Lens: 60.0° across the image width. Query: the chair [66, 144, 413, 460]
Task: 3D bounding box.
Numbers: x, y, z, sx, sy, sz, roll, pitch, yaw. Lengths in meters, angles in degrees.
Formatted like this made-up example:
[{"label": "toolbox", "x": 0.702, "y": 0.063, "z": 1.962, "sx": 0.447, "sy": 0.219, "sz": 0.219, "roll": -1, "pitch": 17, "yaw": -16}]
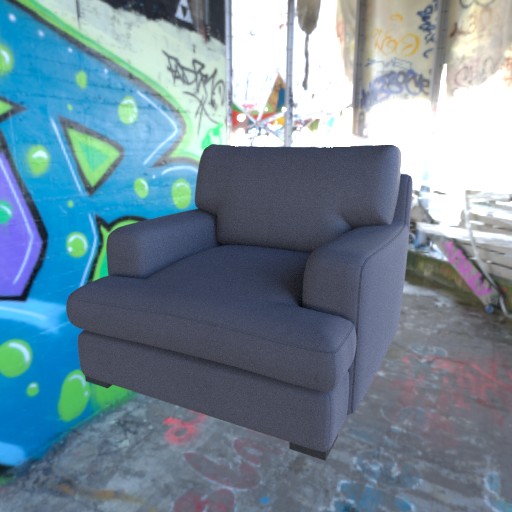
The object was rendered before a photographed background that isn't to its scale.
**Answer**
[{"label": "chair", "x": 0.000, "y": 0.000, "z": 1.921, "sx": 1.168, "sy": 0.940, "sz": 1.143, "roll": 7, "pitch": 16, "yaw": 26}]
